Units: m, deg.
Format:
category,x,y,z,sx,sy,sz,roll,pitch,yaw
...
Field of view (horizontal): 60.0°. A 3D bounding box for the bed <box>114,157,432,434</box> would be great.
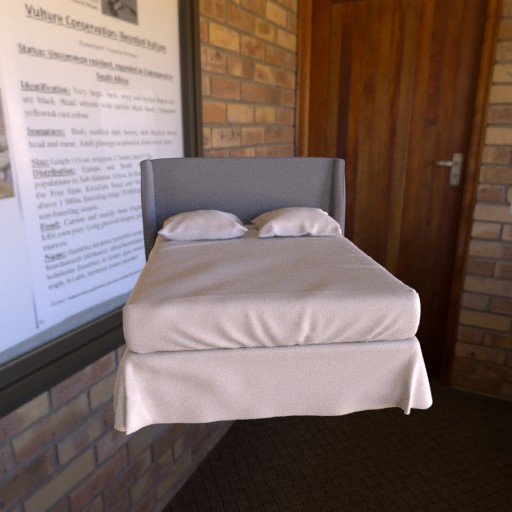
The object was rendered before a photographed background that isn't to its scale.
category,x,y,z,sx,sy,sz,roll,pitch,yaw
bed,0.000,0.000,3.337,1.925,1.332,2.276,-2,16,-6
